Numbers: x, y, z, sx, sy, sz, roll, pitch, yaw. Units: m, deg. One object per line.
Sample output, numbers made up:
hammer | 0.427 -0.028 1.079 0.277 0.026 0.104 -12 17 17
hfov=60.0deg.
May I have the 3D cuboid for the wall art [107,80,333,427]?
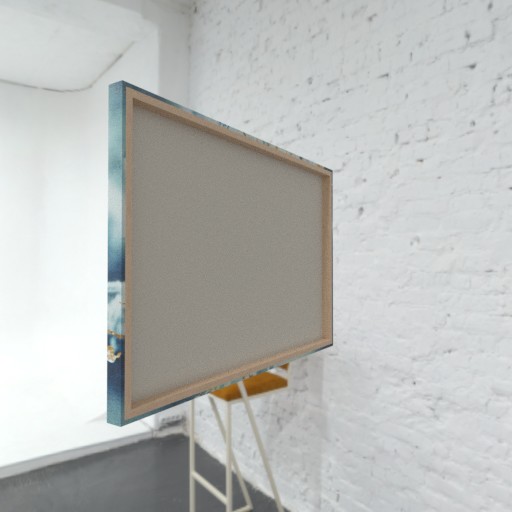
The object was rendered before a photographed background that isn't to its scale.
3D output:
wall art | 0.000 0.000 1.167 0.038 0.608 0.912 -1 -1 33
